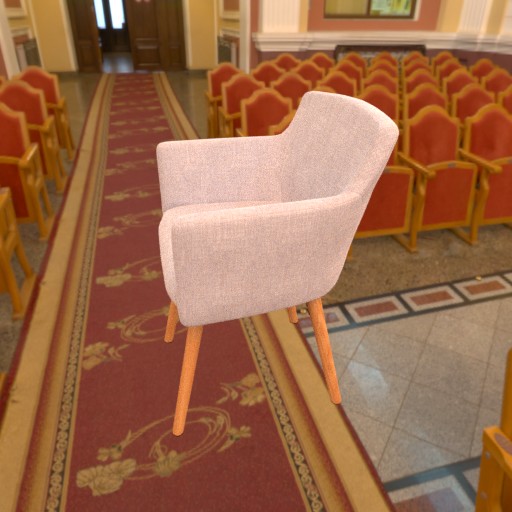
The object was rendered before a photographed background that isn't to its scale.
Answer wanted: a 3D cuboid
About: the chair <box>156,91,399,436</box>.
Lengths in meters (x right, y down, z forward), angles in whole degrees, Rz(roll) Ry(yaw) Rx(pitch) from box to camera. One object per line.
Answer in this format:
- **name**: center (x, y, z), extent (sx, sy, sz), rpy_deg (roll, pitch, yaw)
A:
- **chair**: center (0.000, 0.000, 1.180), extent (0.540, 0.780, 0.570), rpy_deg (-7, 30, -12)
